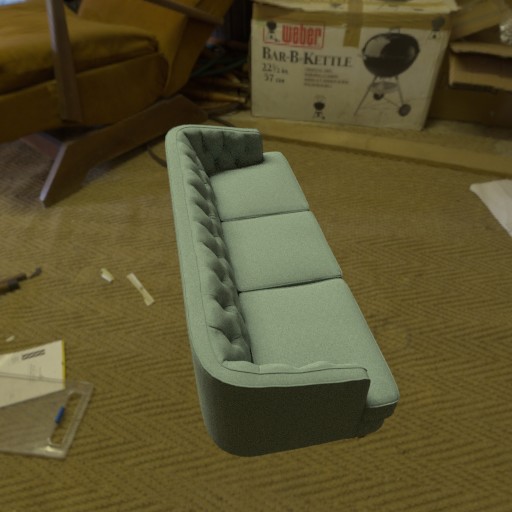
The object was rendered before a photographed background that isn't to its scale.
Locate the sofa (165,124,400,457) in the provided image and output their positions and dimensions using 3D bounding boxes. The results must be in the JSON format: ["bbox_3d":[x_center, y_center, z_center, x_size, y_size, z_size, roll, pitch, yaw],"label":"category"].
[{"bbox_3d":[0.000,0.000,2.798,0.941,0.855,2.278,-8,44,-9],"label":"sofa"}]
